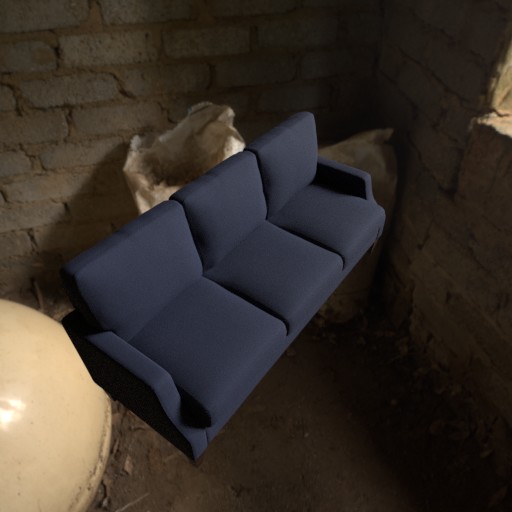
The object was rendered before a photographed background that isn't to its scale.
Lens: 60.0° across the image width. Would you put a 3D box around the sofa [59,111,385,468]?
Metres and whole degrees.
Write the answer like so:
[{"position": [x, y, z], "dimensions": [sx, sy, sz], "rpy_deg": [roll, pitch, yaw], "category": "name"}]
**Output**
[{"position": [0.000, 0.000, 2.680], "dimensions": [0.888, 0.984, 2.115], "rpy_deg": [26, 48, 26], "category": "sofa"}]
